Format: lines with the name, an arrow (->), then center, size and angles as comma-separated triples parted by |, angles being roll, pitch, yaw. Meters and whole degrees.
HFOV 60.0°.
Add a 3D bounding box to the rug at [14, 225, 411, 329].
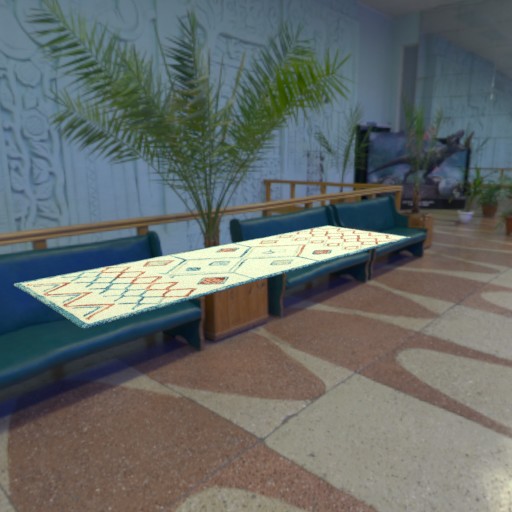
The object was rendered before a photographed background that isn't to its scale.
rug -> 0.000, 0.000, 2.636 | 2.435, 0.011, 0.750 | -13, 18, -43
